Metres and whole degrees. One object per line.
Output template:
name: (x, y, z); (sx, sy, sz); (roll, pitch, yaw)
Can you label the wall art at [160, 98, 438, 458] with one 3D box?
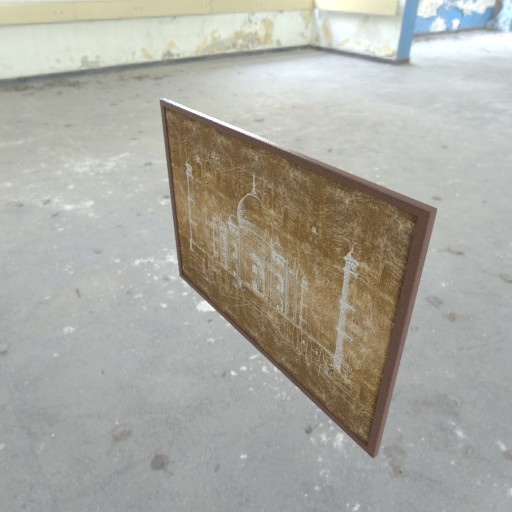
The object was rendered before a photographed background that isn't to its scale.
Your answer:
wall art: (0.000, 0.000, 0.836); (0.014, 0.455, 0.660); (-22, 38, -31)
